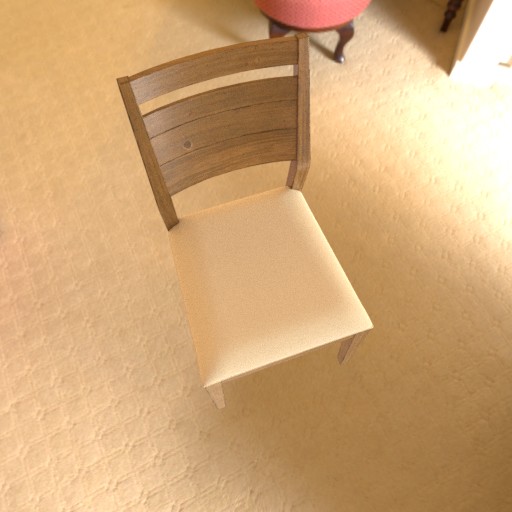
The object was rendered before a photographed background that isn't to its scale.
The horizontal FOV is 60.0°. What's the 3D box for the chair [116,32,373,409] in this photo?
[{"bbox_3d":[0.000,0.000,1.262,0.497,0.939,0.610,-18,66,-8],"label":"chair"}]
